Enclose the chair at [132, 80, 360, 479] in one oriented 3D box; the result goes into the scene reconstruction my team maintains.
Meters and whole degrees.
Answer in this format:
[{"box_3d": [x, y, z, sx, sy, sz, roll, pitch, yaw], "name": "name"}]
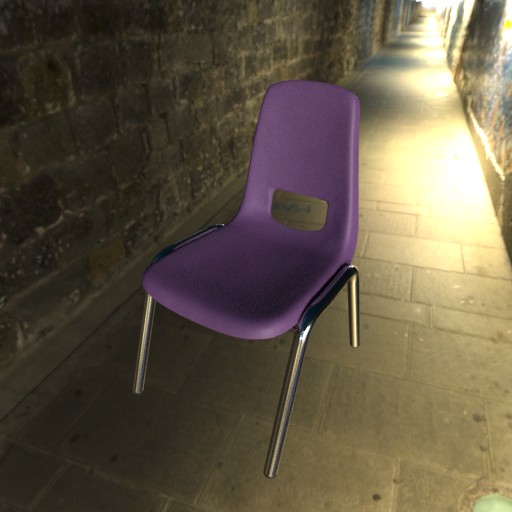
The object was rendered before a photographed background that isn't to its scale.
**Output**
[{"box_3d": [0.000, 0.000, 0.848, 0.356, 0.584, 0.419, 19, 35, 29], "name": "chair"}]
